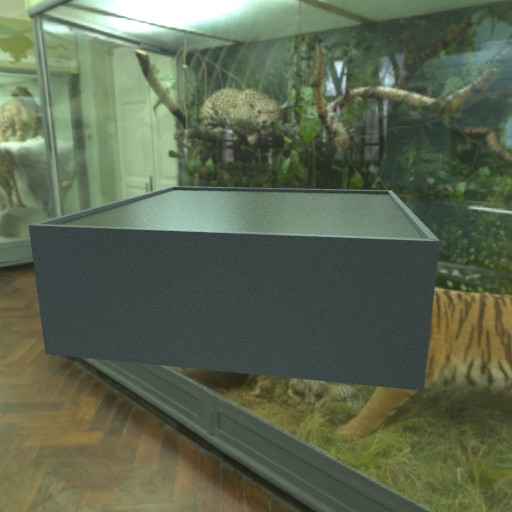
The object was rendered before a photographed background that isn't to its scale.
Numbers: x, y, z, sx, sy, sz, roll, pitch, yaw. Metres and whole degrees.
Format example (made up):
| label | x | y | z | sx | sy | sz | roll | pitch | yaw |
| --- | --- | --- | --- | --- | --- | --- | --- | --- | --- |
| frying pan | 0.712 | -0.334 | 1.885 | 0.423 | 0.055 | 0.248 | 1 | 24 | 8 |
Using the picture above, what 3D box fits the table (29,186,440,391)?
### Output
| label | x | y | z | sx | sy | sz | roll | pitch | yaw |
| --- | --- | --- | --- | --- | --- | --- | --- | --- | --- |
| table | 0.000 | 0.000 | 1.258 | 0.801 | 0.299 | 0.801 | 3 | 15 | 10 |
